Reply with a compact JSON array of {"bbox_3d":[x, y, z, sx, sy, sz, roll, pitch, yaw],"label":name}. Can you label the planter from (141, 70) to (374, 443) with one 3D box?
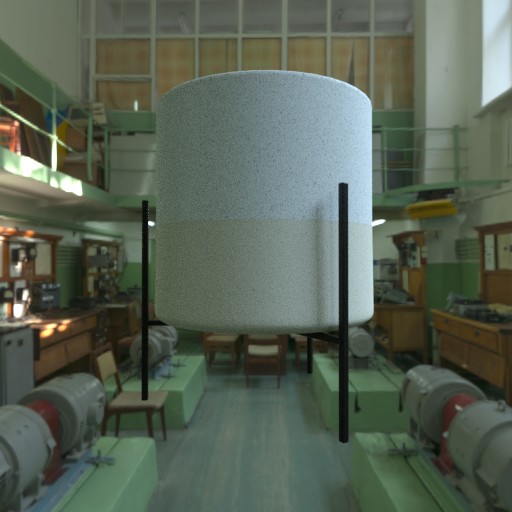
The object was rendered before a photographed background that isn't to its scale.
[{"bbox_3d":[0.000,0.000,0.653,0.335,0.423,0.313,0,0,-1],"label":"planter"}]
